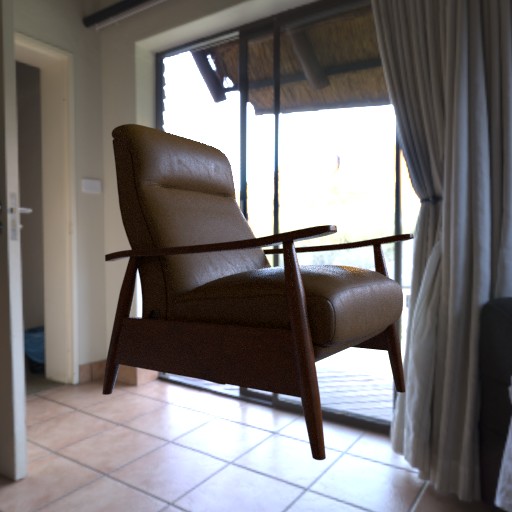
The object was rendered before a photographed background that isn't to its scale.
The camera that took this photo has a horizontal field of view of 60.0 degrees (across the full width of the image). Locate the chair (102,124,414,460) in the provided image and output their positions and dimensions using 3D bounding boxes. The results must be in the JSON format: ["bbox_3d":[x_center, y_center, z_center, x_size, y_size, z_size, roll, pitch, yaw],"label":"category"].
[{"bbox_3d":[0.000,0.000,1.753,1.014,1.082,0.762,0,1,36],"label":"chair"}]
